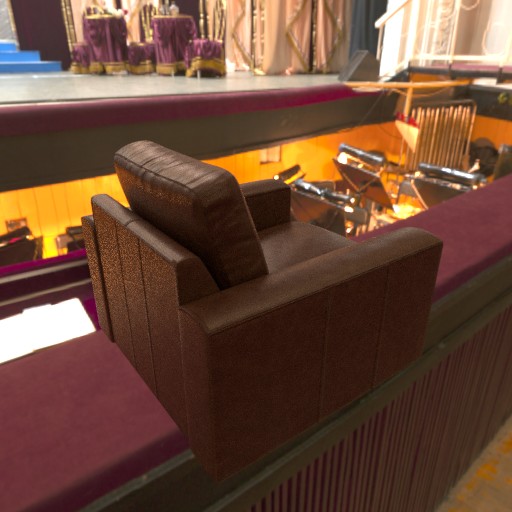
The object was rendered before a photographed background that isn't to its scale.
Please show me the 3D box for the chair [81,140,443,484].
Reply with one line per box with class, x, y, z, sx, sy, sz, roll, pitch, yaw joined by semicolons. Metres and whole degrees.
chair;0.000;0.000;1.730;1.016;0.873;1.005;-18;31;-32
